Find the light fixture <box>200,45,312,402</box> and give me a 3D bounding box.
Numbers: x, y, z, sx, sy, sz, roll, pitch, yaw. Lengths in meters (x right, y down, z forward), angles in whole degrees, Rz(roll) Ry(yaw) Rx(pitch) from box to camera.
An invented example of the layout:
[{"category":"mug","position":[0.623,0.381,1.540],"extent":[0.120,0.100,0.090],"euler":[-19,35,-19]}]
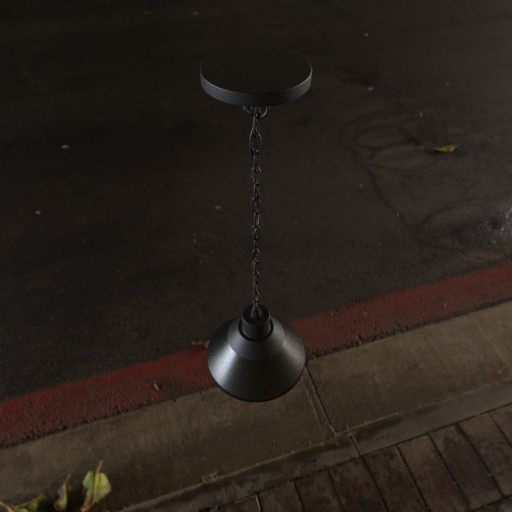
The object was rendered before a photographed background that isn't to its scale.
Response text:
[{"category":"light fixture","position":[0.000,0.000,0.688],"extent":[0.201,0.588,0.201],"euler":[11,47,10]}]
